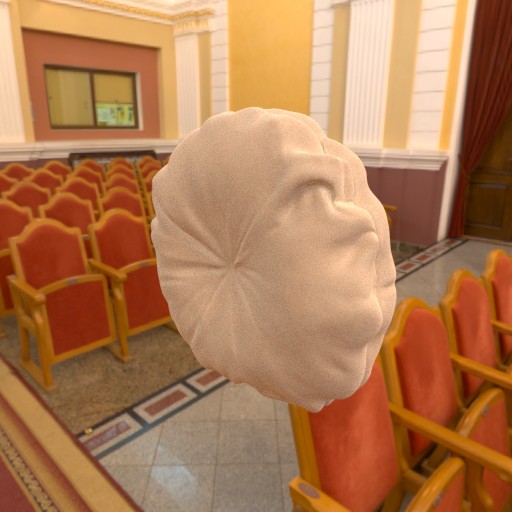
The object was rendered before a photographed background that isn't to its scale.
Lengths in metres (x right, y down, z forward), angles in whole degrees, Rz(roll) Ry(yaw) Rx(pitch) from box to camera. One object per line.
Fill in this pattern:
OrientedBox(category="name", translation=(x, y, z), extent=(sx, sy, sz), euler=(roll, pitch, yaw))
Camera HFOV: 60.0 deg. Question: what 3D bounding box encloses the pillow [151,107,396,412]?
OrientedBox(category="pillow", translation=(0.000, 0.000, 0.640), extent=(0.428, 0.407, 0.148), euler=(16, 23, 42))
